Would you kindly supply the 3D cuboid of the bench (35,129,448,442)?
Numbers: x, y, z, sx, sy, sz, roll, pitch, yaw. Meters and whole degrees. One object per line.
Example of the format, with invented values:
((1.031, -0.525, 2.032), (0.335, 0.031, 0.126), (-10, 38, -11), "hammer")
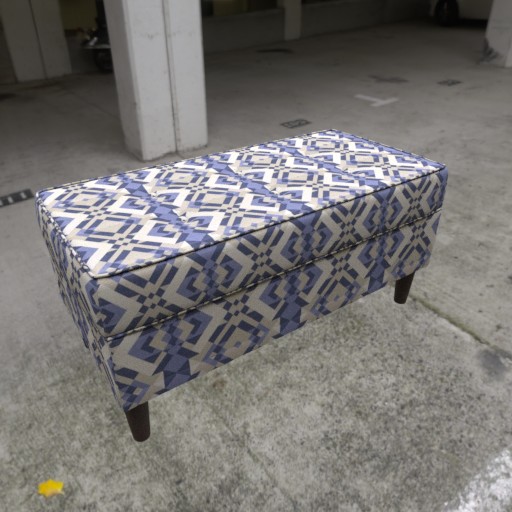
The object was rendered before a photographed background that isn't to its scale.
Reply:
((0.000, 0.000, 1.269), (1.016, 0.477, 0.492), (-20, 36, -29), "bench")
